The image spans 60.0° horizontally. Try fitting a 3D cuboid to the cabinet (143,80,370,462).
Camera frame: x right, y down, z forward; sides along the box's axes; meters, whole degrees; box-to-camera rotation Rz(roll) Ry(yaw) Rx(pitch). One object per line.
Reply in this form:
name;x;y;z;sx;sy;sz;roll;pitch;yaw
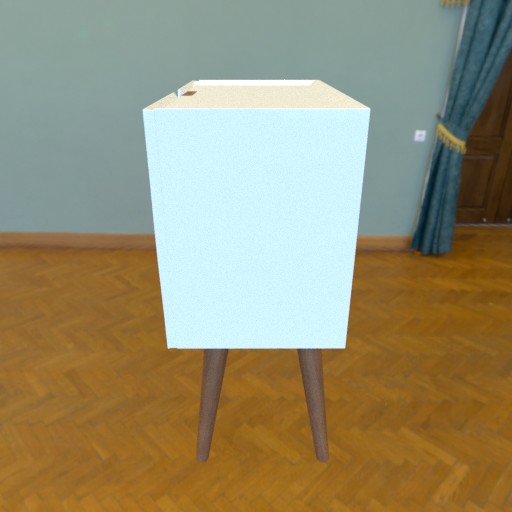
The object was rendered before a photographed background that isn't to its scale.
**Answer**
cabinet;0.000;0.000;1.096;0.344;0.772;0.591;0;26;0
